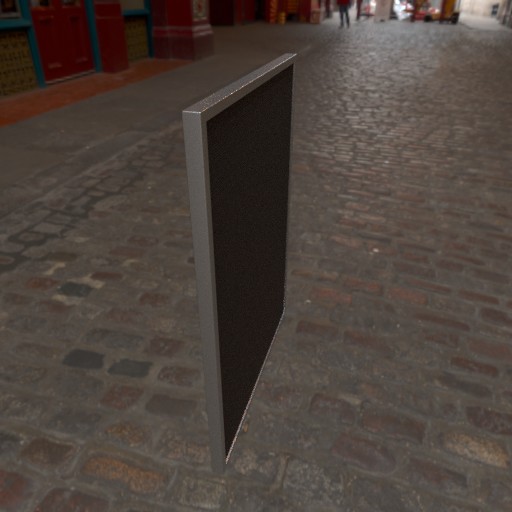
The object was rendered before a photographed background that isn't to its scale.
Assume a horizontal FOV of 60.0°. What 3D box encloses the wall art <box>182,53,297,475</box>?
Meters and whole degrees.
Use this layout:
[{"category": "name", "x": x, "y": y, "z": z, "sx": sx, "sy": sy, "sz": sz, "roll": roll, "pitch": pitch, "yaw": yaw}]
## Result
[{"category": "wall art", "x": 0.000, "y": 0.000, "z": 1.380, "sx": 0.037, "sy": 1.062, "sz": 0.801, "roll": 9, "pitch": 33, "yaw": 14}]
